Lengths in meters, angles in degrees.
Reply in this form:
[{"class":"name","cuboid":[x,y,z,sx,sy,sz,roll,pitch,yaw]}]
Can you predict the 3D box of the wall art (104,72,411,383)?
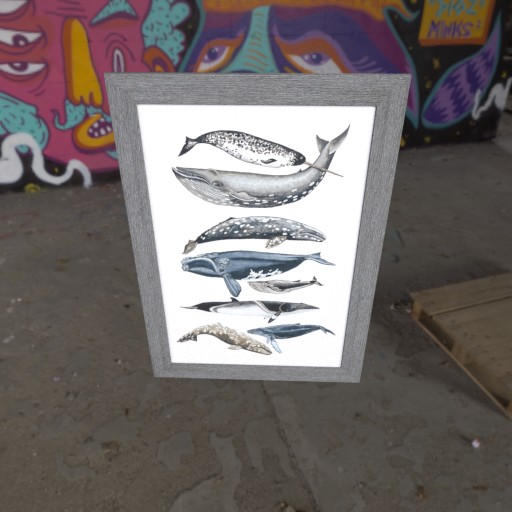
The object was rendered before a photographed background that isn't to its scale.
[{"class":"wall art","cuboid":[0.000,0.000,1.390,0.768,1.070,0.020,1,31,2]}]
